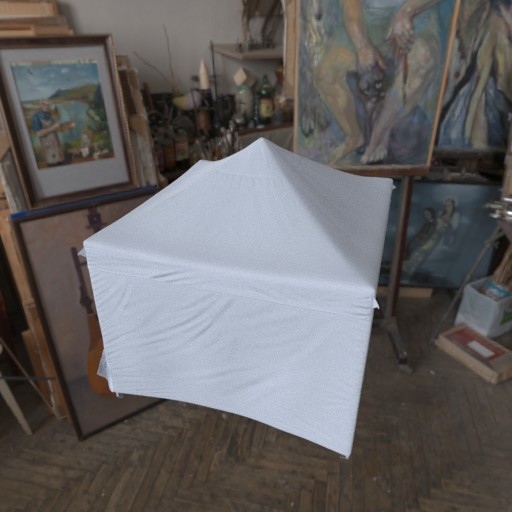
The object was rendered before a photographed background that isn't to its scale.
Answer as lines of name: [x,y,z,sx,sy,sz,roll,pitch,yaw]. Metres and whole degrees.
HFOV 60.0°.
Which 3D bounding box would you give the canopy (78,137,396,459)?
canopy: [0.000,0.000,5.626,3.121,2.997,3.043,9,31,16]
